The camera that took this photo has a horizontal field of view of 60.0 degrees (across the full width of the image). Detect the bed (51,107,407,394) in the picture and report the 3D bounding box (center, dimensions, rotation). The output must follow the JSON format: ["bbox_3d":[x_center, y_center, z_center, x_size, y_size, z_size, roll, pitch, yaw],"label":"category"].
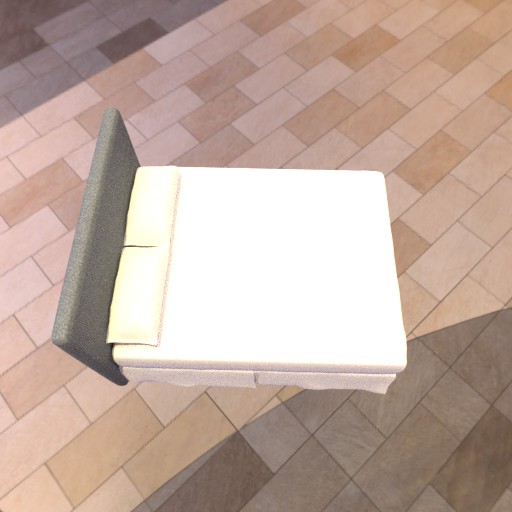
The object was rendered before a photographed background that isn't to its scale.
[{"bbox_3d":[0.000,0.000,3.246,2.142,1.330,1.723,1,64,1],"label":"bed"}]
